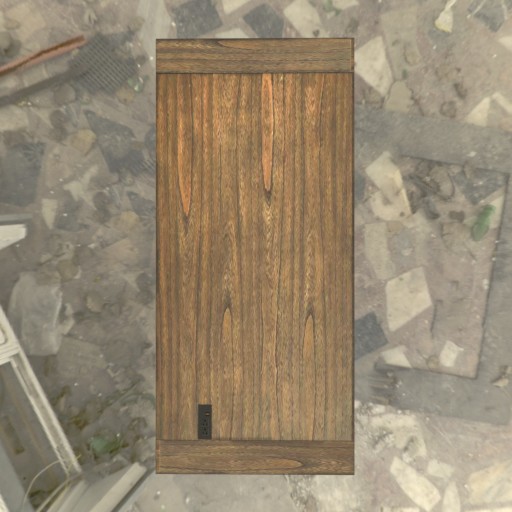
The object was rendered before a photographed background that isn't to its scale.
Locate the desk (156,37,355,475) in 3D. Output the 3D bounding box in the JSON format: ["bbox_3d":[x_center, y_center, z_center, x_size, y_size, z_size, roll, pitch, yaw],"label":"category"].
[{"bbox_3d":[0.000,0.000,1.957,0.711,0.751,1.590,0,90,1],"label":"desk"}]
